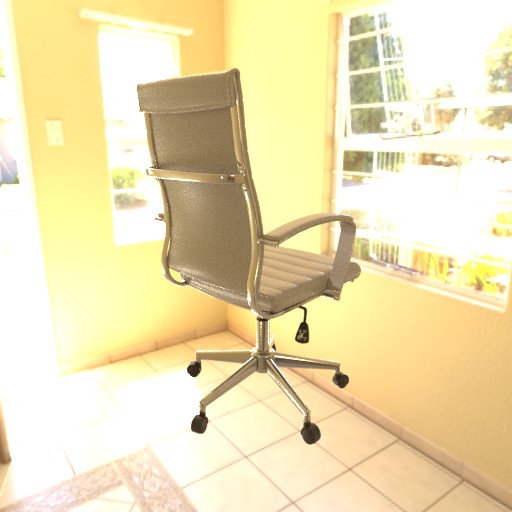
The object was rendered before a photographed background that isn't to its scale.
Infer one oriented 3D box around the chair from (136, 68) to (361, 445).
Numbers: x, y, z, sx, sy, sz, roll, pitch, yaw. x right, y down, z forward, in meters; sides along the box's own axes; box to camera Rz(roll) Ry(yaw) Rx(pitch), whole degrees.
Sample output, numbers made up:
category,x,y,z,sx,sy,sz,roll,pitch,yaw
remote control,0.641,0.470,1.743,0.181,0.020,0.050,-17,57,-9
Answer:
category,x,y,z,sx,sy,sz,roll,pitch,yaw
chair,0.000,0.000,1.585,0.679,1.149,0.667,14,20,42
